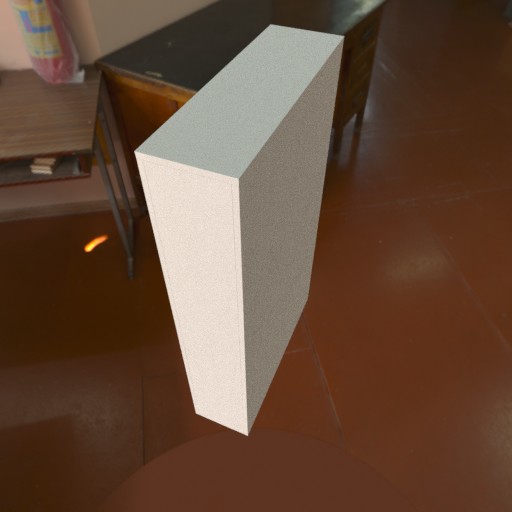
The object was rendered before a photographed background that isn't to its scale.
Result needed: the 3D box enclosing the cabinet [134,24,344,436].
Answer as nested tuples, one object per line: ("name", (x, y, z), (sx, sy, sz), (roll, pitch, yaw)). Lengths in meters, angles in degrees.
("cabinet", (0.000, 0.000, 1.583), (0.250, 1.280, 0.750), (17, 50, 16))
